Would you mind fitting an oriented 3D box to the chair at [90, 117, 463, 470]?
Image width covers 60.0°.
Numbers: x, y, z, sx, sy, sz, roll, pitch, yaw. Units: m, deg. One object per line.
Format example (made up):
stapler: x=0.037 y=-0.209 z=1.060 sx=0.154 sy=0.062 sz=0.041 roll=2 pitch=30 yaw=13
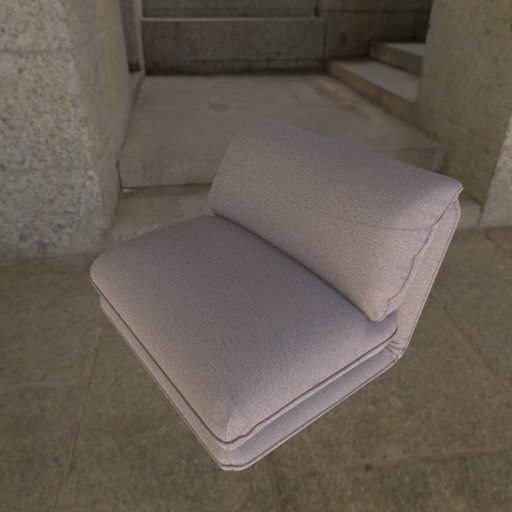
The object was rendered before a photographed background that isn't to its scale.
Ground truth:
chair: x=0.000 y=0.000 z=1.301 sx=0.780 sy=0.580 sz=0.820 roll=-22 pitch=38 yaw=-31
